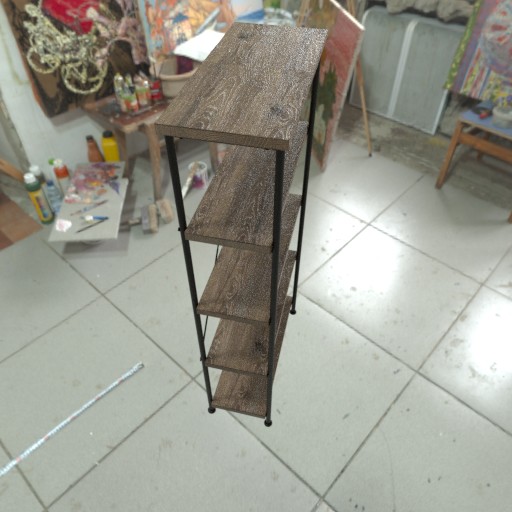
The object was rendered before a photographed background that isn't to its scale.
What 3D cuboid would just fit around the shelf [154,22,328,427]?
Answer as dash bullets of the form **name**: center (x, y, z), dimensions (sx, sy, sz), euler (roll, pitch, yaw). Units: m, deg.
- **shelf**: center (0.000, 0.000, 2.013), dimensions (0.360, 1.700, 0.800), euler (10, 46, 9)
